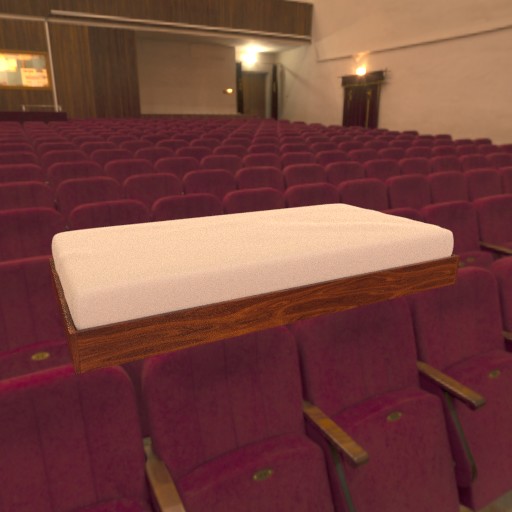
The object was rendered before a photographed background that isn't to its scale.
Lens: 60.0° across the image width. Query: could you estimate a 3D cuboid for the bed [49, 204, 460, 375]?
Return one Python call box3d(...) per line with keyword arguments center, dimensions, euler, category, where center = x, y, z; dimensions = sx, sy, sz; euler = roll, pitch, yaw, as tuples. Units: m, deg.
box3d(center=(0.000, 0.000, 2.244), dimensions=(1.860, 0.312, 0.940), euler=(-9, 19, -27), category="bed")
